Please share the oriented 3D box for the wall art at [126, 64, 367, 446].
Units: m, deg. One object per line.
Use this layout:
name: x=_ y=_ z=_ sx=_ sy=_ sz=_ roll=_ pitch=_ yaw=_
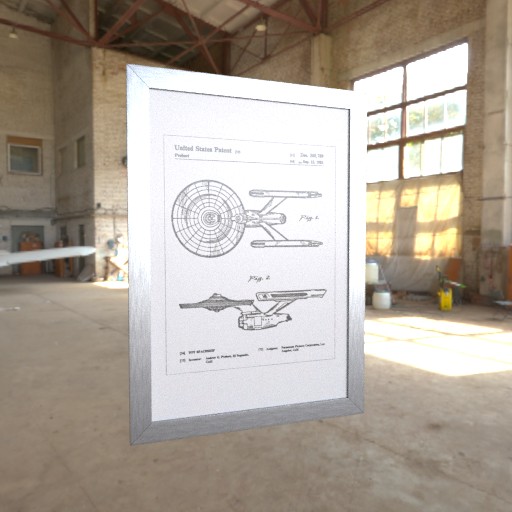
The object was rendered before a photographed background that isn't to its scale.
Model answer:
wall art: x=0.000 y=0.000 z=0.678 sx=0.376 sy=0.529 sz=0.013 roll=-1 pitch=2 yaw=-18
